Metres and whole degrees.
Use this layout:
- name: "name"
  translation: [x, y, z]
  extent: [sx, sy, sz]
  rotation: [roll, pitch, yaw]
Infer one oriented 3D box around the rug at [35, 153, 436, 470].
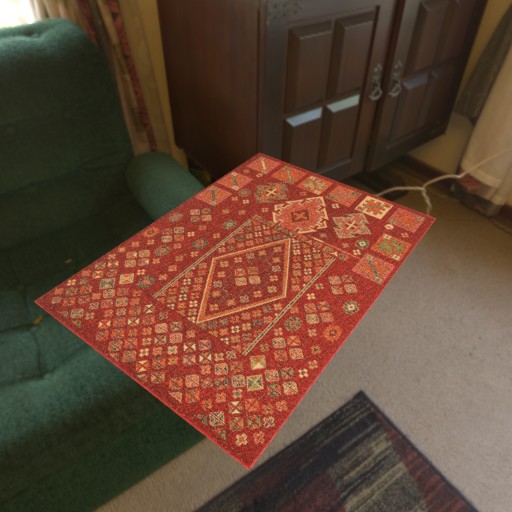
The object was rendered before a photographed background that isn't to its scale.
- name: "rug"
  translation: [0.000, 0.000, 4.339]
  extent: [2.389, 0.011, 3.306]
  rotation: [27, 48, 27]
